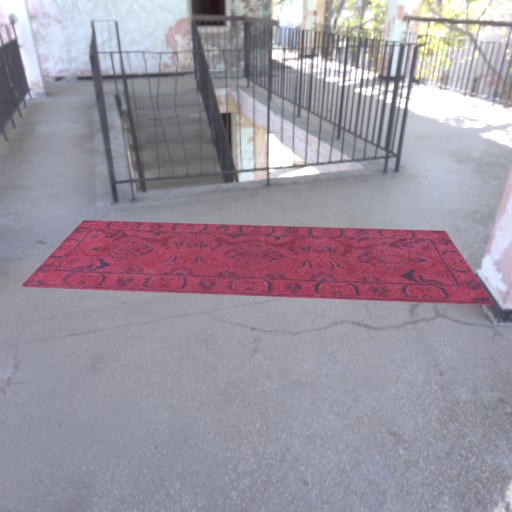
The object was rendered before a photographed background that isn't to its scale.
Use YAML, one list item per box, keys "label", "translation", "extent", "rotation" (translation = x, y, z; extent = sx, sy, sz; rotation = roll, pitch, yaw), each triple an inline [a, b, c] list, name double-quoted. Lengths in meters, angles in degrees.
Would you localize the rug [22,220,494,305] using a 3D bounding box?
- label: "rug"
  translation: [0.000, 0.000, 2.631]
  extent: [2.439, 0.018, 0.813]
  rotation: [2, 30, 3]
